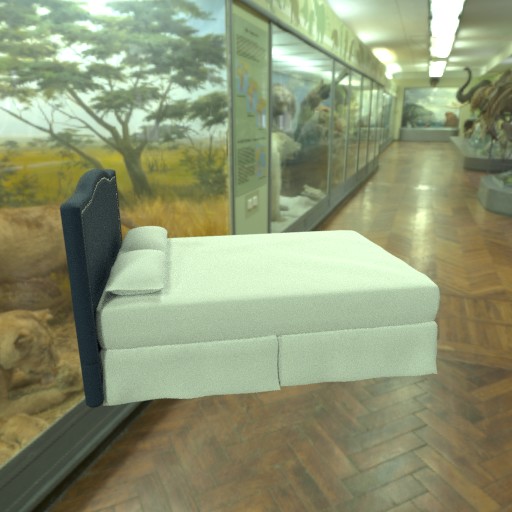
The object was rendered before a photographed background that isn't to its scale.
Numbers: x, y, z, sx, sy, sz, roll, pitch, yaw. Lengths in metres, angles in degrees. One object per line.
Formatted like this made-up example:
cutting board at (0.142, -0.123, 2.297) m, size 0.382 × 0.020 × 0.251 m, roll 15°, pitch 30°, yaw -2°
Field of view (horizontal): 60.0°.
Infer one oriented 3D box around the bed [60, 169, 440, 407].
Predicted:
bed at (0.000, 0.000, 3.631) m, size 2.507 × 1.441 × 1.741 m, roll -3°, pitch 18°, yaw -10°
